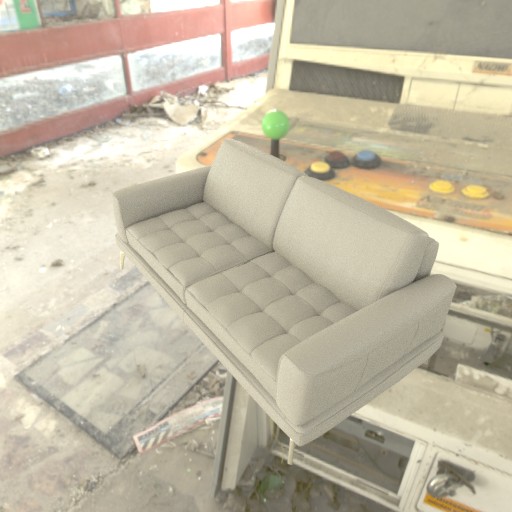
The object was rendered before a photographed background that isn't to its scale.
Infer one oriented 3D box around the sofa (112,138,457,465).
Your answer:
[{"bbox_3d":[0.000,0.000,2.811,1.121,0.930,2.177,-22,40,-30],"label":"sofa"}]
